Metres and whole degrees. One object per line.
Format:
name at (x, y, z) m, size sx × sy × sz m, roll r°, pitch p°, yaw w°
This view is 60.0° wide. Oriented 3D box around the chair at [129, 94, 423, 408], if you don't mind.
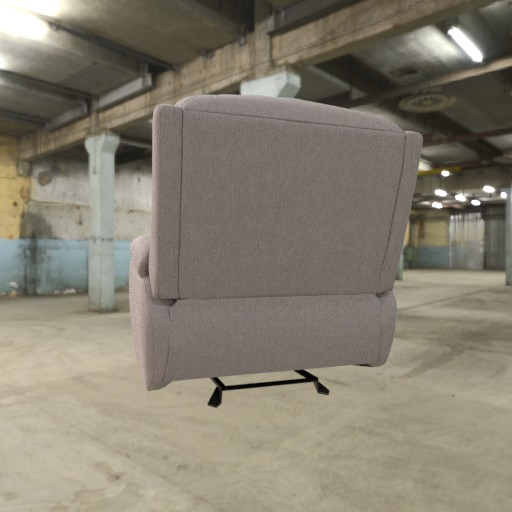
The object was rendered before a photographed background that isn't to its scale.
chair at (0.000, 0.000, 1.731) m, size 0.930 × 1.011 × 0.899 m, roll 0°, pitch 0°, yaw -19°
